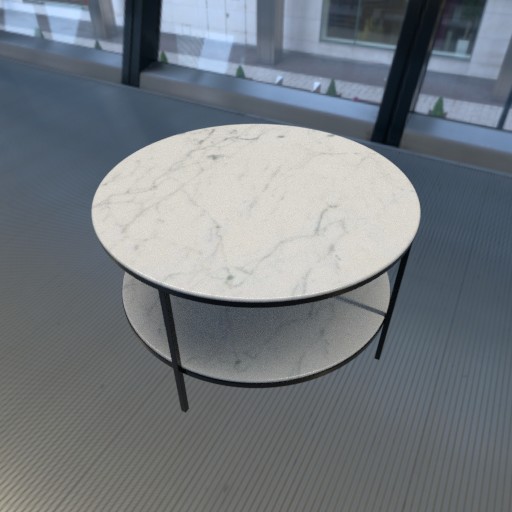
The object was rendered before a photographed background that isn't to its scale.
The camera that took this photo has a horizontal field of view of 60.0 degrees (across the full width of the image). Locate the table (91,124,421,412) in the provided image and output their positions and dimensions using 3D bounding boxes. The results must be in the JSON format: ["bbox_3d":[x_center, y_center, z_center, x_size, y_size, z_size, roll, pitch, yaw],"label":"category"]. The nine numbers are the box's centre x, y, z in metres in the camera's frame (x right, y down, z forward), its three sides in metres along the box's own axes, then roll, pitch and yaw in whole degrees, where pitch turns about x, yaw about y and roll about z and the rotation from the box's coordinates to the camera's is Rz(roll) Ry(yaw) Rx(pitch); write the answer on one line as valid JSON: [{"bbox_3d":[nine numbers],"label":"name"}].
[{"bbox_3d":[0.000,0.000,1.261,0.800,0.450,0.800,0,39,0],"label":"table"}]
